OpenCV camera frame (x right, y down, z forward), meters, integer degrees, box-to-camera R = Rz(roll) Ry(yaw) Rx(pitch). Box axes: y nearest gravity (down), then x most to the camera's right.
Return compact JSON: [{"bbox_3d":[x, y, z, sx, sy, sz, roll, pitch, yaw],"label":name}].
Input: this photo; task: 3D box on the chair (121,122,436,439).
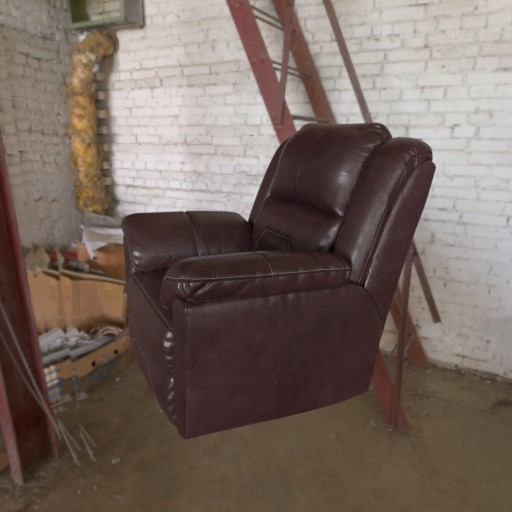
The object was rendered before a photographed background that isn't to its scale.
[{"bbox_3d":[0.000,0.000,1.895,1.041,1.093,0.990,-8,18,-25],"label":"chair"}]
